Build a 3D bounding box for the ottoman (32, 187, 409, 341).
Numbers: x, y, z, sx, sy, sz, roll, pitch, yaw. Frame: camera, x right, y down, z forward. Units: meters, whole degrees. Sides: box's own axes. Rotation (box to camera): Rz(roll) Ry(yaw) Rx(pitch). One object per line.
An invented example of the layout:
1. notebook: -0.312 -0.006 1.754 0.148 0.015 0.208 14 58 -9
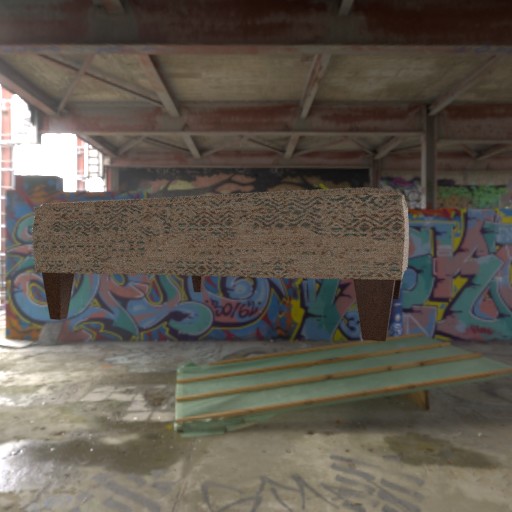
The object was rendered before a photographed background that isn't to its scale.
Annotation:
1. ottoman: 0.000 0.000 1.535 1.004 0.356 0.968 0 1 20
